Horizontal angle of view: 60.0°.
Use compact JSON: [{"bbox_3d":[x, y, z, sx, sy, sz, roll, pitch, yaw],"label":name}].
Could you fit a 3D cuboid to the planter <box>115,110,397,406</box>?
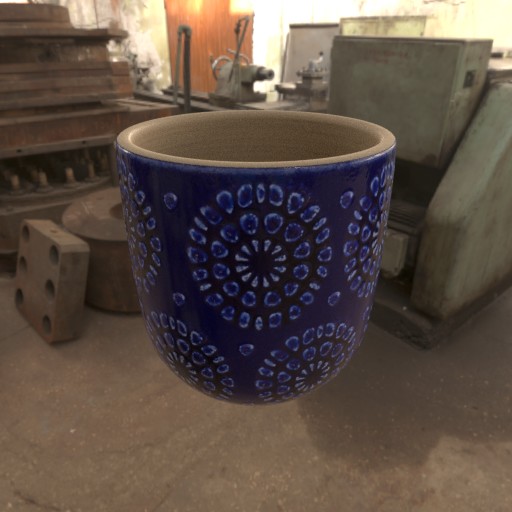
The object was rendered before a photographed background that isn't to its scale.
[{"bbox_3d":[0.000,0.000,0.201,0.109,0.112,0.109,0,26,0],"label":"planter"}]
